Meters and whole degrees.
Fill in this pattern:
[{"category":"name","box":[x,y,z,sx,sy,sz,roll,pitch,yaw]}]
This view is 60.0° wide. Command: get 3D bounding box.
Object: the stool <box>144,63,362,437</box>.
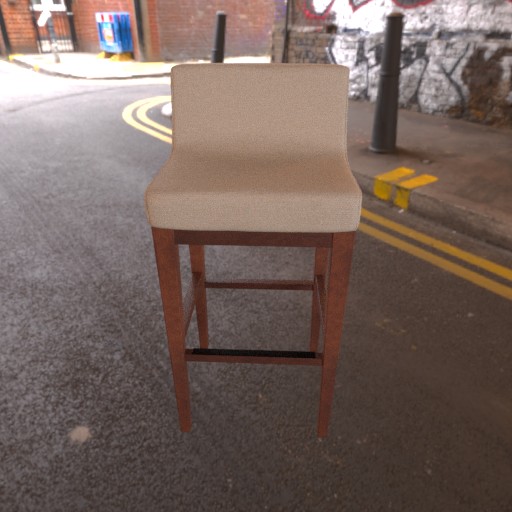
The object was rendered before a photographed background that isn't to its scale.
[{"category":"stool","box":[0.000,0.000,1.337,0.511,1.037,0.500,1,29,2]}]
